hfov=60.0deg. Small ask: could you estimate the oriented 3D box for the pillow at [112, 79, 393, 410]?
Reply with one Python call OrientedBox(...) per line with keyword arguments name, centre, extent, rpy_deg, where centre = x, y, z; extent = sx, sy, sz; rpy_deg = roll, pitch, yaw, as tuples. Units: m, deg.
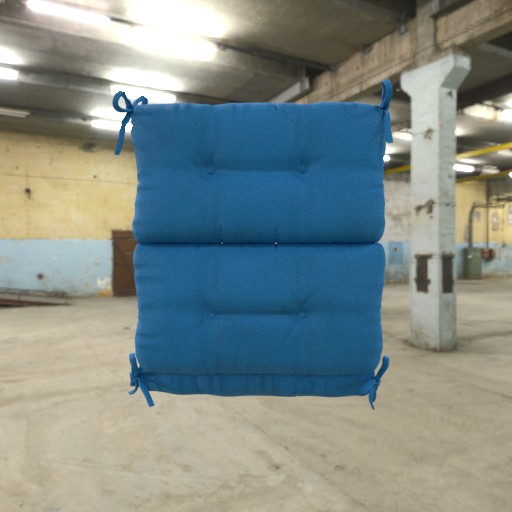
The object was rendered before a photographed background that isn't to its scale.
OrientedBox(name="pillow", centre=(0.000, 0.000, 1.026), extent=(0.519, 0.605, 0.571), rpy_deg=(0, 0, 1))
